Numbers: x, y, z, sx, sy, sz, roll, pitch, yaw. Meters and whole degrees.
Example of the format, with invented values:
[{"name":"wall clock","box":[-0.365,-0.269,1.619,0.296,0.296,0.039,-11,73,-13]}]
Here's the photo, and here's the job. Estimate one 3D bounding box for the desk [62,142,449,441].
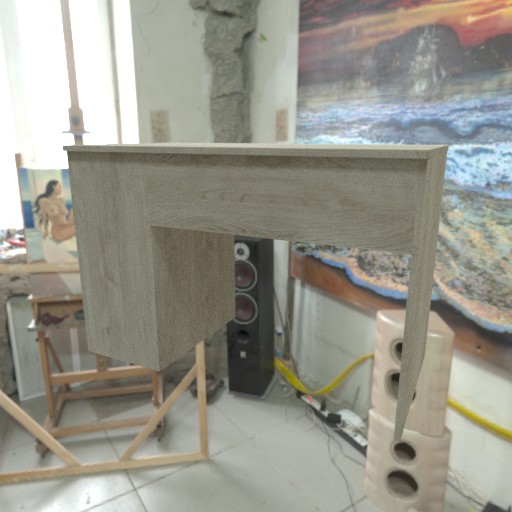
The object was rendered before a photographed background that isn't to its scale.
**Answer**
[{"name":"desk","box":[0.000,0.000,1.503,1.096,0.730,0.560,8,17,26]}]
